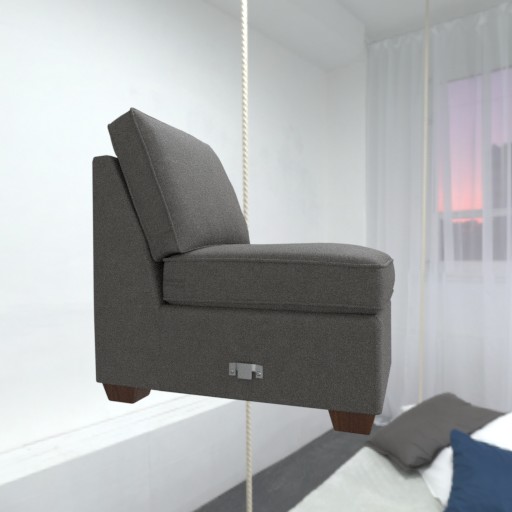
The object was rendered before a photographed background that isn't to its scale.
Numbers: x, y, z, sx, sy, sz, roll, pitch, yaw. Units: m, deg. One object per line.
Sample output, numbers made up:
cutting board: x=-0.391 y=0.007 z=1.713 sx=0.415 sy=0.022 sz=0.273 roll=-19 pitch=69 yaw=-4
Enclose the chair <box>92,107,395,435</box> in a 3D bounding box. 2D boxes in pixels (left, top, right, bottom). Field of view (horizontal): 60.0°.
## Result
chair: x=0.000 y=0.000 z=1.588 sx=0.938 sy=0.970 sz=0.621 roll=0 pitch=1 yaw=19
